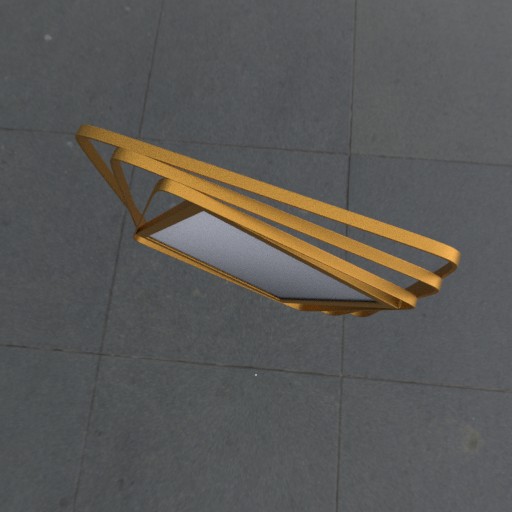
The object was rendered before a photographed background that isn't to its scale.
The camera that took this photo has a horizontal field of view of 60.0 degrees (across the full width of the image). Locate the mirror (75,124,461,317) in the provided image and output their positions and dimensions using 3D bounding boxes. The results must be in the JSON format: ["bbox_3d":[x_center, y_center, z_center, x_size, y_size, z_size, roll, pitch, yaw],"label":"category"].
[{"bbox_3d":[0.000,0.000,0.702,0.470,0.468,0.045,19,76,5],"label":"mirror"}]
